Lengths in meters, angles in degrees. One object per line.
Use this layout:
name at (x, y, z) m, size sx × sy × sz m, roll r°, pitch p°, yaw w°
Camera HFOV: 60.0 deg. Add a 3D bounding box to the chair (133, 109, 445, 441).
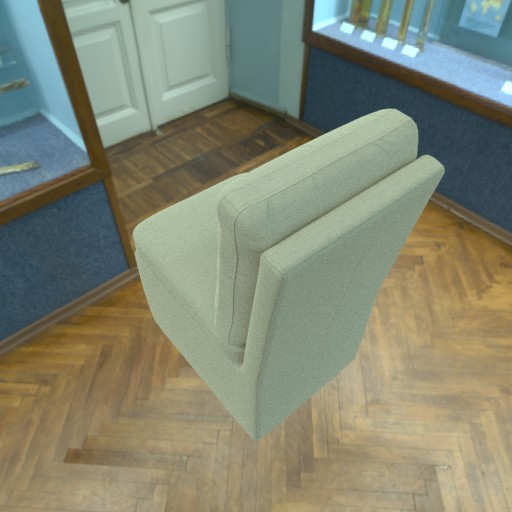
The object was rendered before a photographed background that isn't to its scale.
chair at (0.000, 0.000, 1.291) m, size 0.503 × 0.927 × 0.698 m, roll -31°, pitch 54°, yaw -26°
